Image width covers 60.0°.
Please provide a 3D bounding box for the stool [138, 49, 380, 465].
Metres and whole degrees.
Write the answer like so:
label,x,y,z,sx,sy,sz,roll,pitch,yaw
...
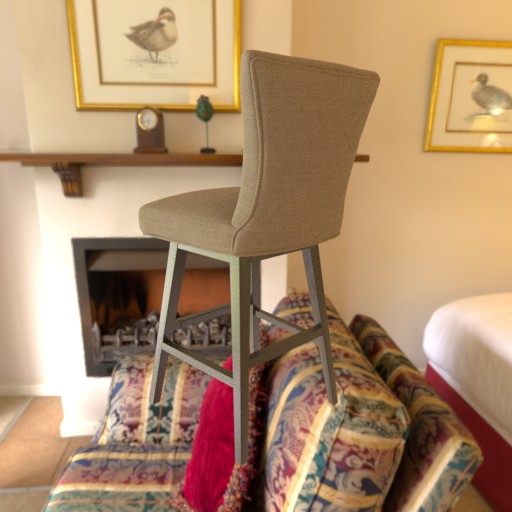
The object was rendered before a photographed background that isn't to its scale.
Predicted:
label,x,y,z,sx,sy,sz,roll,pitch,yaw
stool,0.000,0.000,1.399,0.514,1.086,0.574,-14,20,-41
